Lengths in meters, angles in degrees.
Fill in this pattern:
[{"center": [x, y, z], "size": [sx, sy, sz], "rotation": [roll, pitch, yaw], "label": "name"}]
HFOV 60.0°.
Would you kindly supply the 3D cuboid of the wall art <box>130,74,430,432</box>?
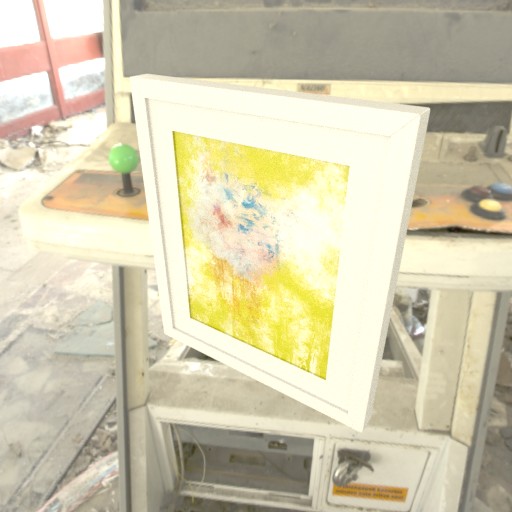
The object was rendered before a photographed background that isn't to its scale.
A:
[{"center": [0.000, 0.000, 0.534], "size": [0.331, 0.381, 0.028], "rotation": [19, 35, 29], "label": "wall art"}]
